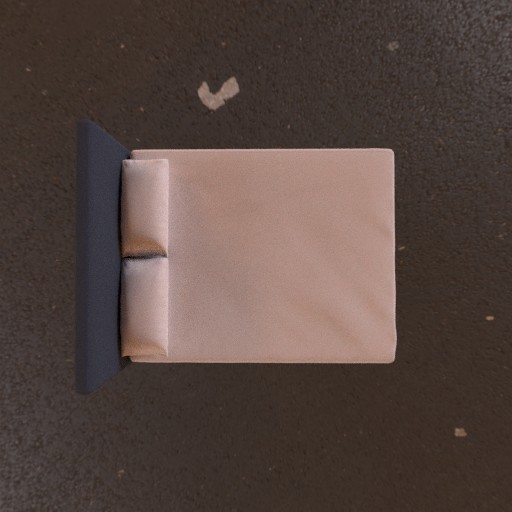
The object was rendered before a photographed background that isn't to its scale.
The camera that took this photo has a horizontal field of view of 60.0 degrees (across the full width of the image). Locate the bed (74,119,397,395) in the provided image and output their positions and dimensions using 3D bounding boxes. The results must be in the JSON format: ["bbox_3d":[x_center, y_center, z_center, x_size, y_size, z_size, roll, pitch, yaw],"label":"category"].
[{"bbox_3d":[0.000,0.000,3.253,2.162,1.330,1.713,0,89,1],"label":"bed"}]
